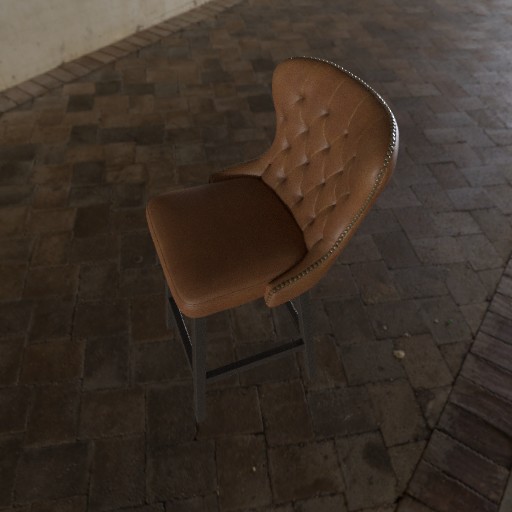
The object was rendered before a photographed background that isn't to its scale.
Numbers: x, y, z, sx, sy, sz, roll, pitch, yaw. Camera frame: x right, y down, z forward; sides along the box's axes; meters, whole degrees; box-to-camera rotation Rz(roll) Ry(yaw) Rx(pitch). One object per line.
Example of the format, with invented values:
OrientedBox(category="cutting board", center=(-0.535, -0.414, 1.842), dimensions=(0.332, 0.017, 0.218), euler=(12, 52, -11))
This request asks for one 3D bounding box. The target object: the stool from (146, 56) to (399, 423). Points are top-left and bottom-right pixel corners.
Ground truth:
OrientedBox(category="stool", center=(0.000, 0.000, 1.329), dimensions=(0.593, 0.971, 0.528), euler=(-16, 49, -15))
